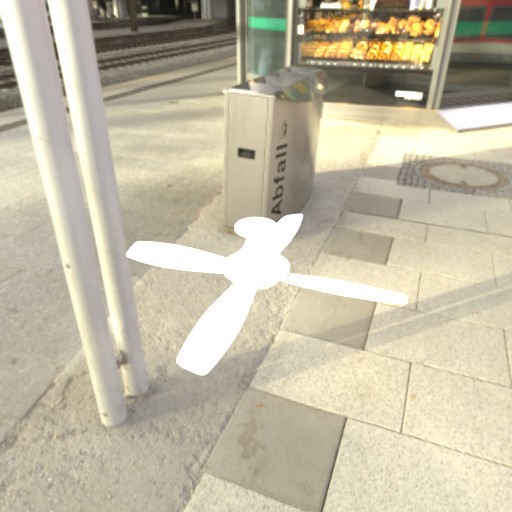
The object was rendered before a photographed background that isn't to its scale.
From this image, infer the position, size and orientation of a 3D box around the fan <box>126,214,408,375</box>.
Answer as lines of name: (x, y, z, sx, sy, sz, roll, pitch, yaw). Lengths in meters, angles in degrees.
fan: (0.000, 0.000, 2.522, 1.693, 0.382, 1.694, 10, 31, 17)
